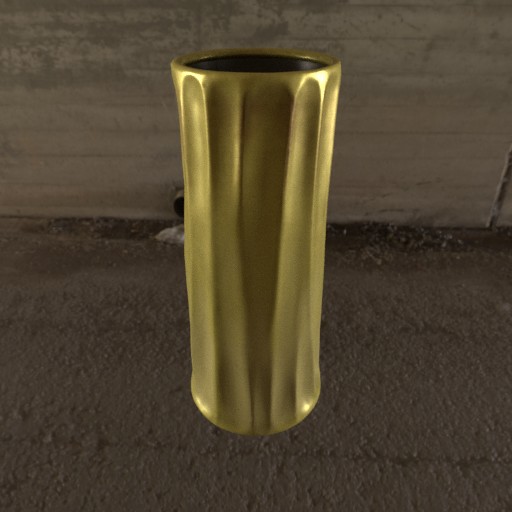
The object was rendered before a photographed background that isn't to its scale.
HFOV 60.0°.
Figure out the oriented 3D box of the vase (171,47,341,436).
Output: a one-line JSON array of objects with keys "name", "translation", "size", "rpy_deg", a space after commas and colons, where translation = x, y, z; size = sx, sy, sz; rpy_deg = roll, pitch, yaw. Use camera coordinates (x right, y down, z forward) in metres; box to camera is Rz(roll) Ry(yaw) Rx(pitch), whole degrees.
[{"name": "vase", "translation": [0.000, 0.000, 0.174], "size": [0.061, 0.143, 0.061], "rpy_deg": [0, 32, 0]}]
